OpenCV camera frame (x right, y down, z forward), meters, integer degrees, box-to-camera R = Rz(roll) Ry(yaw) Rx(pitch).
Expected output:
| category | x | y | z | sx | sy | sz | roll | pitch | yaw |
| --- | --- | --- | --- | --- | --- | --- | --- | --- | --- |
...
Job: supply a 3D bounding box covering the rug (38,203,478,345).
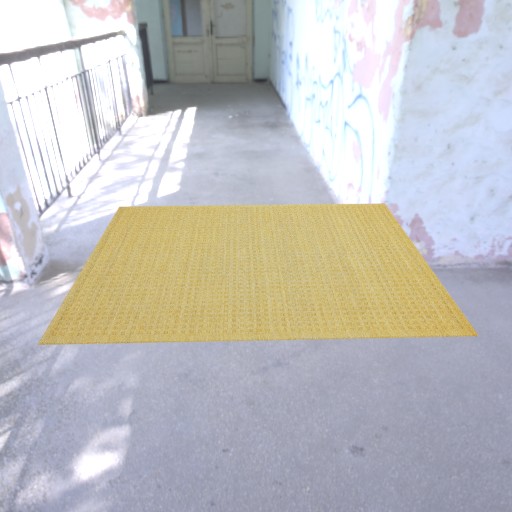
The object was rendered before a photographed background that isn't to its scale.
| category | x | y | z | sx | sy | sz | roll | pitch | yaw |
| --- | --- | --- | --- | --- | --- | --- | --- | --- | --- |
| rug | 0.000 | 0.000 | 4.342 | 3.242 | 0.015 | 2.486 | -1 | 30 | -1 |
